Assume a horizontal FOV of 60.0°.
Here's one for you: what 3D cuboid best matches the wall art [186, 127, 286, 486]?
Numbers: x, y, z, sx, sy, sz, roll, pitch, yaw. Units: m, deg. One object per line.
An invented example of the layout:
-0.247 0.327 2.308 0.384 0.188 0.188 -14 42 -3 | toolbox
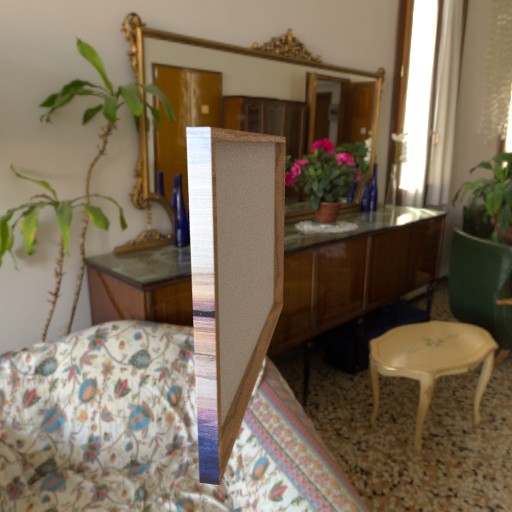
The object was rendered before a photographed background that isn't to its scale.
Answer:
0.000 0.000 1.140 0.037 0.605 0.911 3 14 10 | wall art
